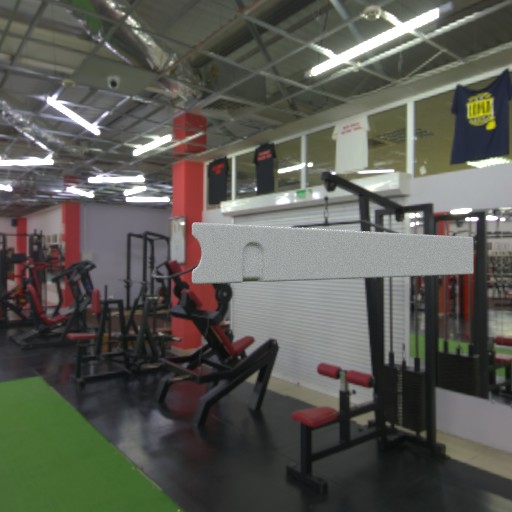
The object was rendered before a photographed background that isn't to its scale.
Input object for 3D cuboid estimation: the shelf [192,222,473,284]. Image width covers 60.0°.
[{"bbox_3d":[0.000,0.000,0.452,0.296,0.035,0.296,0,-1,-36],"label":"shelf"}]
